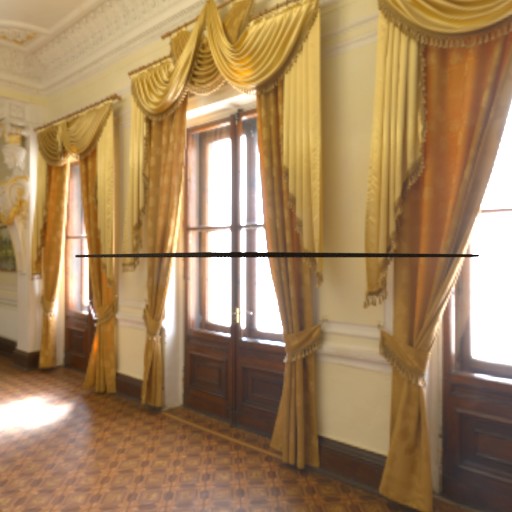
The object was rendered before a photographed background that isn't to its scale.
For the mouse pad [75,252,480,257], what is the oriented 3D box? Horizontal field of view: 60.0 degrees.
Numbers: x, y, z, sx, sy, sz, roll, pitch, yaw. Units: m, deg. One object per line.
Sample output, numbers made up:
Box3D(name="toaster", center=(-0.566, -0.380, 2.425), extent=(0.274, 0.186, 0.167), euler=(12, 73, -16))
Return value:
Box3D(name="mouse pad", center=(0.000, 0.000, 0.338), extent=(0.211, 0.002, 0.249), euler=(0, 0, -36))
